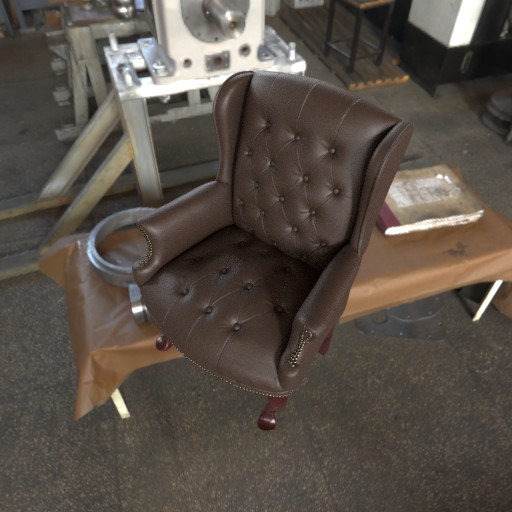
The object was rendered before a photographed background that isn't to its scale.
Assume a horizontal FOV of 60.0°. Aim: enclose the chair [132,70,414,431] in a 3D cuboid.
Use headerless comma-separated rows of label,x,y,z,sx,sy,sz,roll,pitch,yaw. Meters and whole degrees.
chair,0.000,0.000,1.703,0.829,1.132,0.819,30,53,25
